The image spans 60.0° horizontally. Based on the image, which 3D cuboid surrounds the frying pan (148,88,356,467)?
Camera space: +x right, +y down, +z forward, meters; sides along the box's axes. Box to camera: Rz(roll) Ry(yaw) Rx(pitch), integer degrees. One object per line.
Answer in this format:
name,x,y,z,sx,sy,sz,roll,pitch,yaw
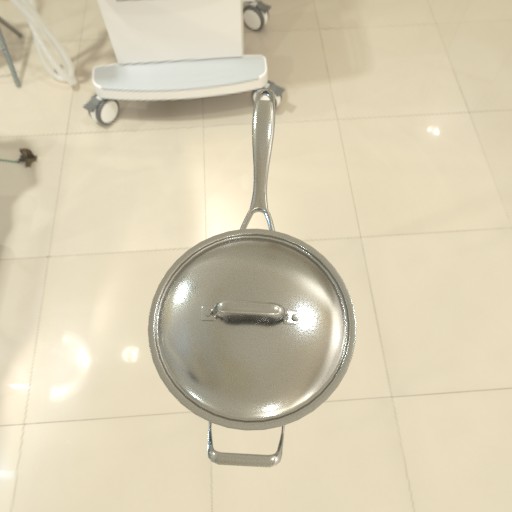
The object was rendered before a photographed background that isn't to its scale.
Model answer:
frying pan,0.000,0.000,0.573,0.245,0.111,0.492,3,64,1
